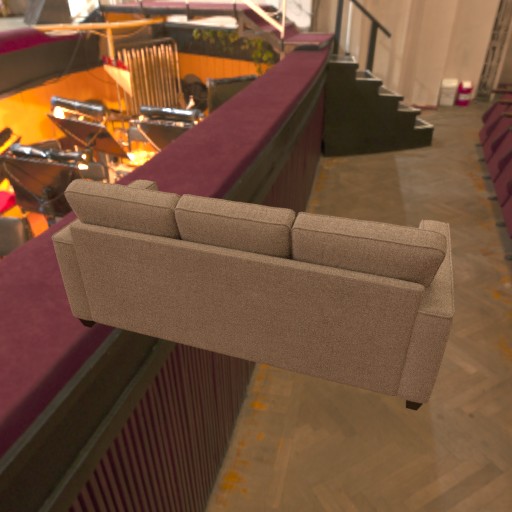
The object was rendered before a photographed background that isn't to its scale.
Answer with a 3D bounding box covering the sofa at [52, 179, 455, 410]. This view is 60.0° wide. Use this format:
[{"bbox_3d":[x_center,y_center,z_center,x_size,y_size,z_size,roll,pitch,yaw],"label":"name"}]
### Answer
[{"bbox_3d":[0.000,0.000,2.635,2.133,0.965,0.939,10,33,16],"label":"sofa"}]
